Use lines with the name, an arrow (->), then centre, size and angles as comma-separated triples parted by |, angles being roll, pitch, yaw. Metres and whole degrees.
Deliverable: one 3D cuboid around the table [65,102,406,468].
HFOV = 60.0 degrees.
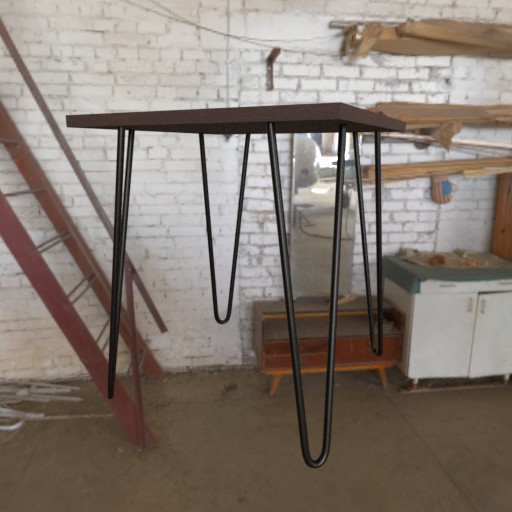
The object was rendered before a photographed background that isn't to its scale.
table -> 0.000, 0.000, 0.945 | 0.495, 0.559, 0.495 | 7, 15, 26
